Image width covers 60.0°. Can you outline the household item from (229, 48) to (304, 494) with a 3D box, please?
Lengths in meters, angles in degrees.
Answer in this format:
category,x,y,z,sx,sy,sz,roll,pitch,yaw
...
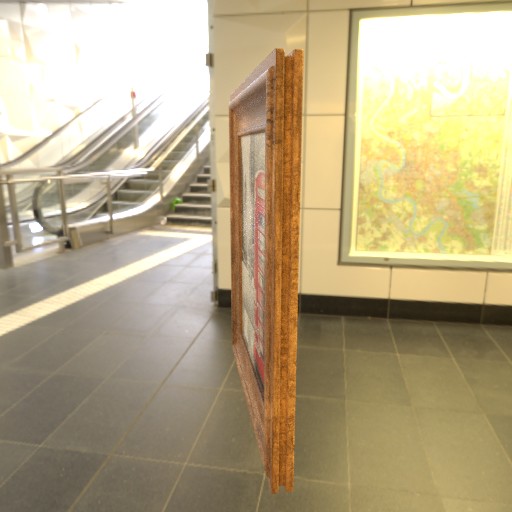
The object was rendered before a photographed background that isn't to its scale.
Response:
category,x,y,z,sx,sy,sz,roll,pitch,yaw
household item,0.000,0.000,0.316,0.018,0.237,0.186,-2,14,-9
